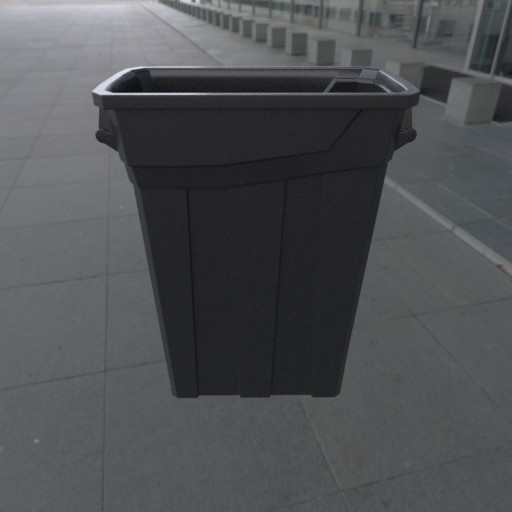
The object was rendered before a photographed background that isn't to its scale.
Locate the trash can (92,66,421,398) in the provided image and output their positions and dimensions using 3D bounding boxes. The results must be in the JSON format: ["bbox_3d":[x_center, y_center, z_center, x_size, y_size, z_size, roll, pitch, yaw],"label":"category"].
[{"bbox_3d":[0.000,0.000,1.010,0.559,0.762,0.281,0,32,0],"label":"trash can"}]
